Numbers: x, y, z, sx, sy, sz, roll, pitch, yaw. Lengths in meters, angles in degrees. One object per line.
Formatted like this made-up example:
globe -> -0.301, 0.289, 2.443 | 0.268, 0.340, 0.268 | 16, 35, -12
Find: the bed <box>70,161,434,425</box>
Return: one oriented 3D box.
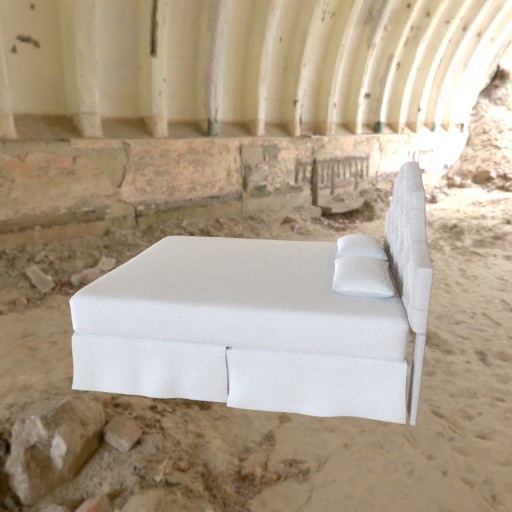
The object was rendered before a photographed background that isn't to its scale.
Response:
bed -> 0.000, 0.000, 3.793 | 2.477, 1.617, 2.039 | 3, 16, 10
